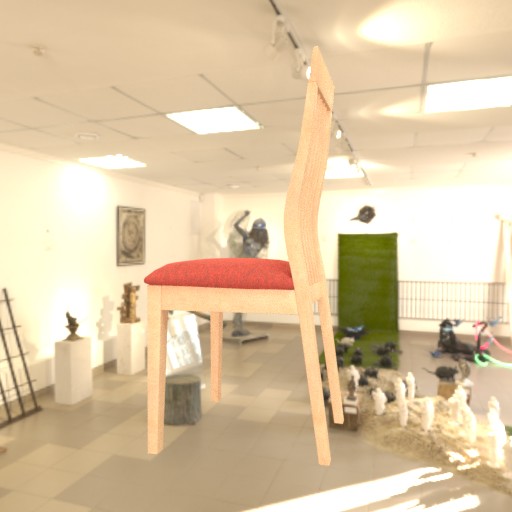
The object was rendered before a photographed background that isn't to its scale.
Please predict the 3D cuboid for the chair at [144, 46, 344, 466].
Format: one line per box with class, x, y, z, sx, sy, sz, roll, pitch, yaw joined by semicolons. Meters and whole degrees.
chair;0.000;0.000;1.285;0.474;1.027;0.460;0;2;18
